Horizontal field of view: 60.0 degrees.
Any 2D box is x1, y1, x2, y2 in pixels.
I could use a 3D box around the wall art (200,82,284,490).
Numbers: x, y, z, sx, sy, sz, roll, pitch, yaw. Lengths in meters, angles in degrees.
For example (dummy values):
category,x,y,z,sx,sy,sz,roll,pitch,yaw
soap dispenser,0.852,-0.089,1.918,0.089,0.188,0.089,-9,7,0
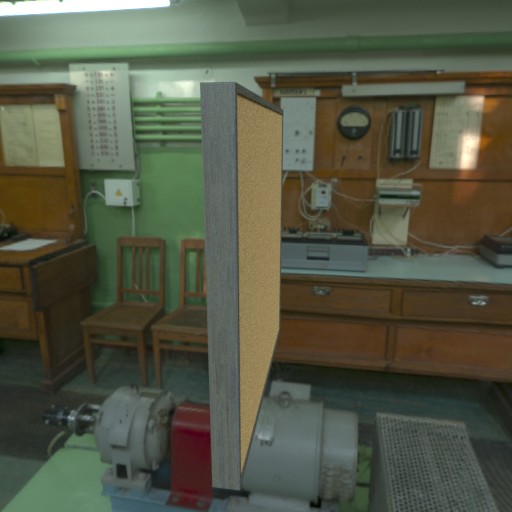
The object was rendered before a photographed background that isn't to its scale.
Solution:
category,x,y,z,sx,sy,sz,roll,pitch,yaw
wall art,0.000,0.000,0.766,0.037,0.507,0.507,2,15,9
